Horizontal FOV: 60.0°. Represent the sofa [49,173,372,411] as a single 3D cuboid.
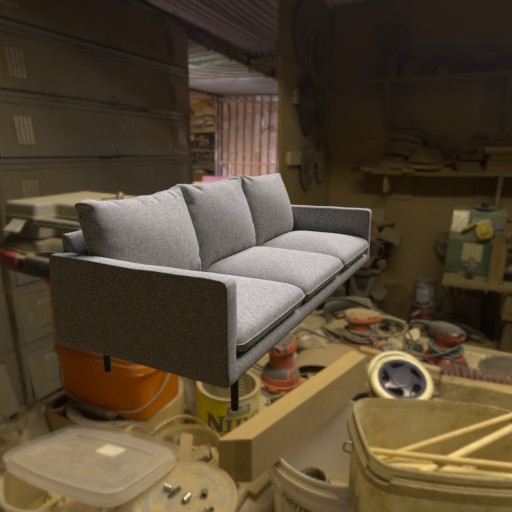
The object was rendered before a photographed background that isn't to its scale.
[{"bbox_3d":[0.000,0.000,2.474,0.850,0.830,2.000,7,15,26],"label":"sofa"}]
